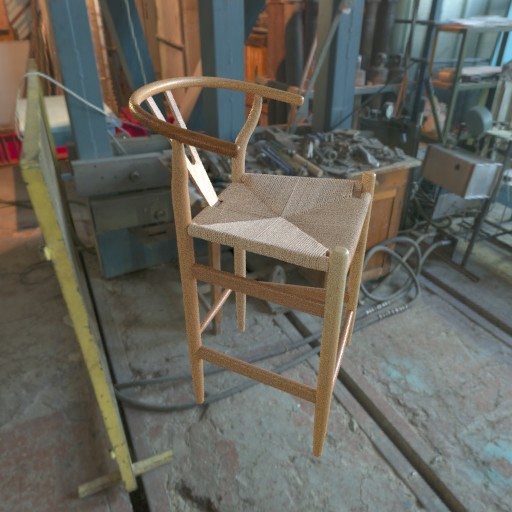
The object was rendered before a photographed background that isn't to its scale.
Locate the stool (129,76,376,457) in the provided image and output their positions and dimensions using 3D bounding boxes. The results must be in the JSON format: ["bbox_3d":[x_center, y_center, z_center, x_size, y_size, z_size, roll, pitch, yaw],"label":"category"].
[{"bbox_3d":[0.000,0.000,1.286,0.575,0.923,0.536,10,32,17],"label":"stool"}]
